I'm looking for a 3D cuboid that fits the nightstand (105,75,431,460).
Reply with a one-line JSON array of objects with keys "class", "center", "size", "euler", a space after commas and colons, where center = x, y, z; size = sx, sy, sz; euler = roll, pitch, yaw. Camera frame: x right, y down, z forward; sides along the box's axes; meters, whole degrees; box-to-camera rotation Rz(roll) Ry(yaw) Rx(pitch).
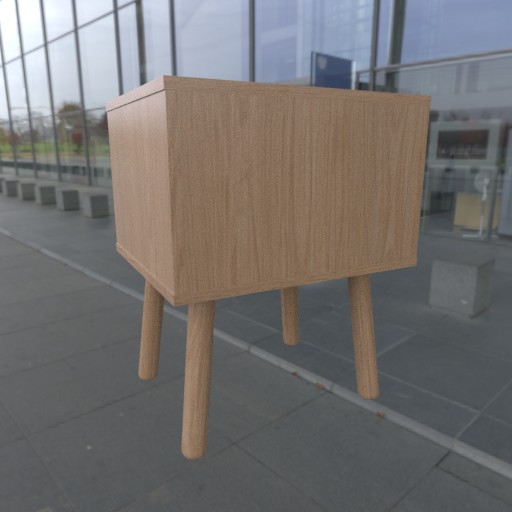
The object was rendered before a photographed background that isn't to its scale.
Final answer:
[{"class": "nightstand", "center": [0.000, 0.000, 0.855], "size": [0.450, 0.571, 0.380], "euler": [-7, 15, -27]}]
